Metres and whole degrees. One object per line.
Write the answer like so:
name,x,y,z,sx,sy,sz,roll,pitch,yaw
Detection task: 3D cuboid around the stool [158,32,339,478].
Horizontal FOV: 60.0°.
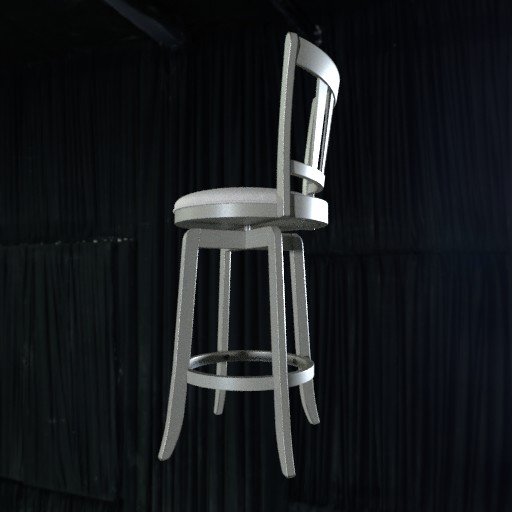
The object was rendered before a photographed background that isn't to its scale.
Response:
stool,0.000,0.000,1.271,0.475,1.042,0.436,-1,-2,17
